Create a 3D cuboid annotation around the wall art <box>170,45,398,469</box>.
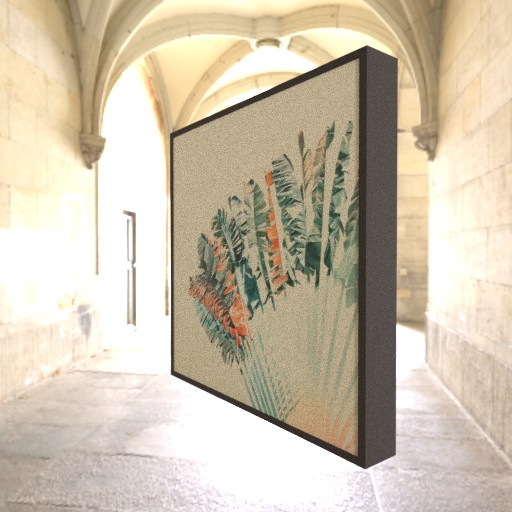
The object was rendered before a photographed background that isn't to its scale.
[{"bbox_3d":[0.000,0.000,0.444,0.036,0.300,0.302,-1,1,-38],"label":"wall art"}]
